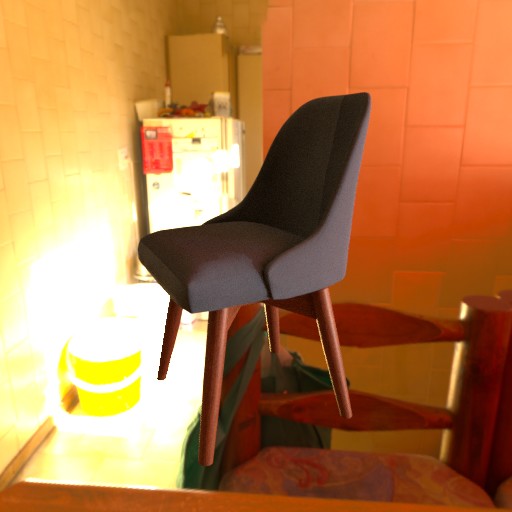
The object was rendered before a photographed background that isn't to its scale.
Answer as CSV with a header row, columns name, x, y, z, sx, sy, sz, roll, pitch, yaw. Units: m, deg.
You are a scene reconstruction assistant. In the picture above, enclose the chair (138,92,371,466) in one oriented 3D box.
name,x,y,z,sx,sy,sz,roll,pitch,yaw
chair,0.000,0.000,1.257,0.589,0.882,0.503,-8,17,-25
